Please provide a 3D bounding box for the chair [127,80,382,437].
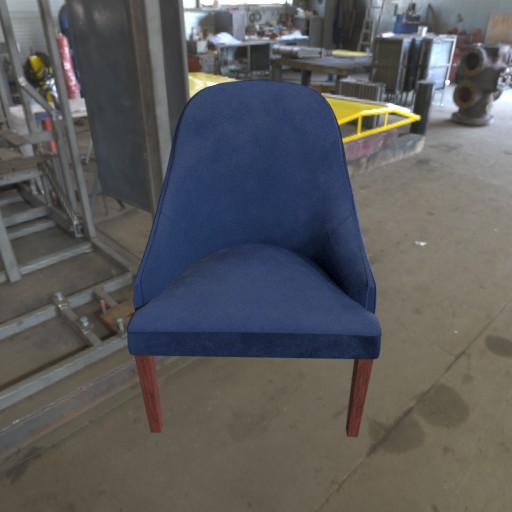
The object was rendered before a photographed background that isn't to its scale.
[{"bbox_3d":[0.000,0.000,1.296,0.643,0.889,0.575,1,30,1],"label":"chair"}]
